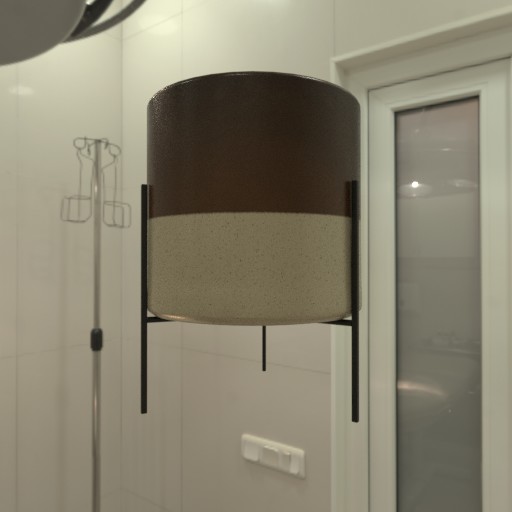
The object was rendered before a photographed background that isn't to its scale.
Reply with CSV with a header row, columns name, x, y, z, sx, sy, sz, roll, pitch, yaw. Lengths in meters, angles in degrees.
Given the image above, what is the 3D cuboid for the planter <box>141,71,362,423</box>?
name,x,y,z,sx,sy,sz,roll,pitch,yaw
planter,0.000,0.000,0.724,0.354,0.465,0.345,0,0,36
